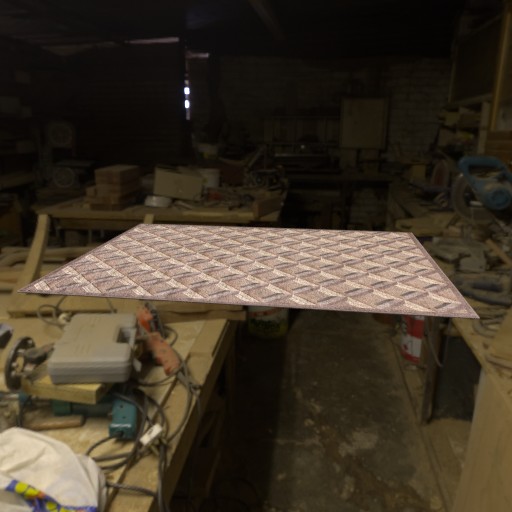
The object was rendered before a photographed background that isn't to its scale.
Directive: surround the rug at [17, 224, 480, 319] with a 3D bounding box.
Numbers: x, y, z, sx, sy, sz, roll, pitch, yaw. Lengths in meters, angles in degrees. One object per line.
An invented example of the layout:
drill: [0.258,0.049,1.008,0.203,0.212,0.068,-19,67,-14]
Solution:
rug: [0.000,0.000,4.231,3.294,0.018,2.382,2,17,8]
